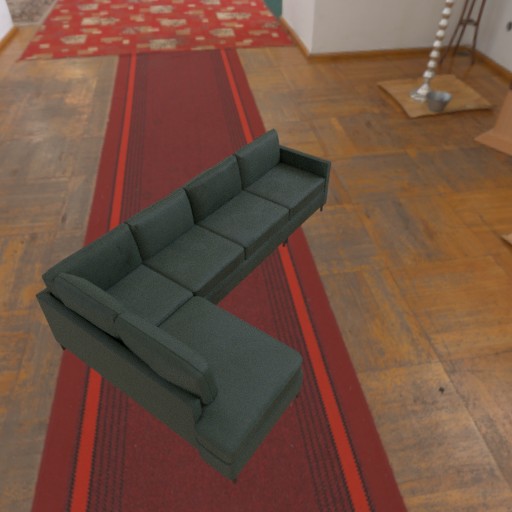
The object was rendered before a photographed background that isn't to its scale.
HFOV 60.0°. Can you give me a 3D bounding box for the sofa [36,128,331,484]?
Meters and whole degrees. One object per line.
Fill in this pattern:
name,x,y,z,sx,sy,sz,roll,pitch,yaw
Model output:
sofa,0.000,0.000,4.299,2.048,0.996,3.384,25,47,26
